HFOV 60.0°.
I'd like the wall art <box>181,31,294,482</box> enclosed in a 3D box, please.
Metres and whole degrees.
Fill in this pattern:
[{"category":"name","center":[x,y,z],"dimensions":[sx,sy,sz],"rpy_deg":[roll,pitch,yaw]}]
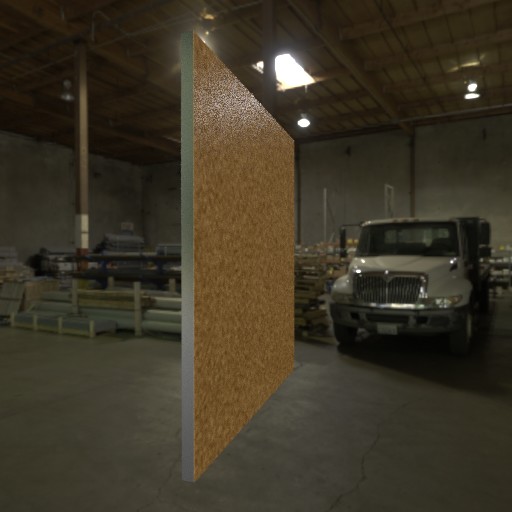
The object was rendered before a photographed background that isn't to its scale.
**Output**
[{"category":"wall art","center":[0.000,0.000,0.650],"dimensions":[0.014,0.445,0.446],"rpy_deg":[0,0,18]}]
